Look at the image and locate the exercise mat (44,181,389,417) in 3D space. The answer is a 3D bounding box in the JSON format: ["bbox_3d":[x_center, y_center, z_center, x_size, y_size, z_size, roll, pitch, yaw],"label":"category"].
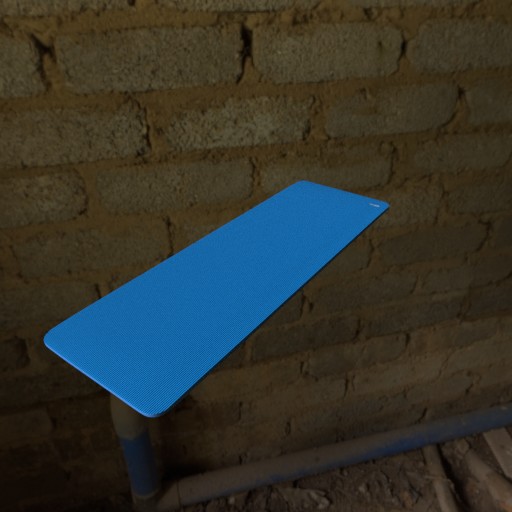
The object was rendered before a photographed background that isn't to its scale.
[{"bbox_3d":[0.000,0.000,2.110,0.616,0.021,1.869,21,38,30],"label":"exercise mat"}]
